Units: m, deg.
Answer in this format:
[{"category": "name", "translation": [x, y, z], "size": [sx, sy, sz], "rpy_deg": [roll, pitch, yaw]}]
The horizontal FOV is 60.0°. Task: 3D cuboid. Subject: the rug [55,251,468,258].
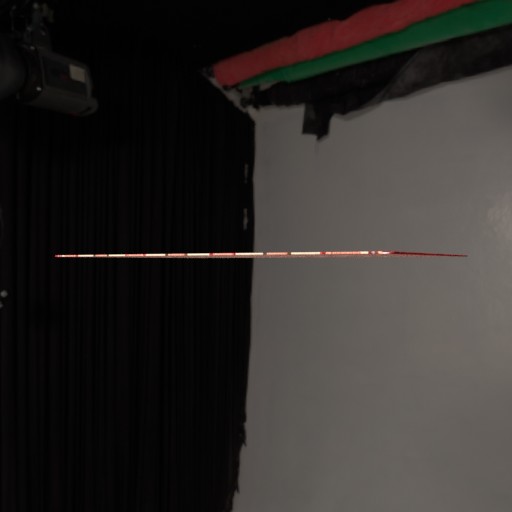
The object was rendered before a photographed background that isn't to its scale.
[{"category": "rug", "translation": [0.000, 0.000, 3.081], "size": [2.431, 0.010, 1.535], "rpy_deg": [0, -1, 35]}]
